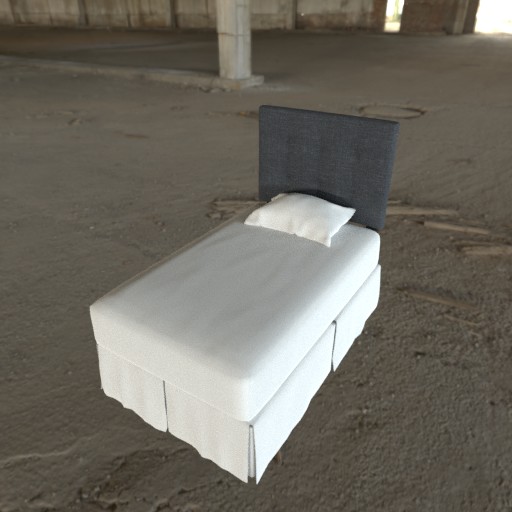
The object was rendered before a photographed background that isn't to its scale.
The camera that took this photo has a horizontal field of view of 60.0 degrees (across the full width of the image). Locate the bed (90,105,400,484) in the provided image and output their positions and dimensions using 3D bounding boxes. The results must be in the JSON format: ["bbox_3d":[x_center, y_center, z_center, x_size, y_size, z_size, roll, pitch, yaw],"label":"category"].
[{"bbox_3d":[0.000,0.000,3.020,1.261,1.571,1.997,18,34,28],"label":"bed"}]
